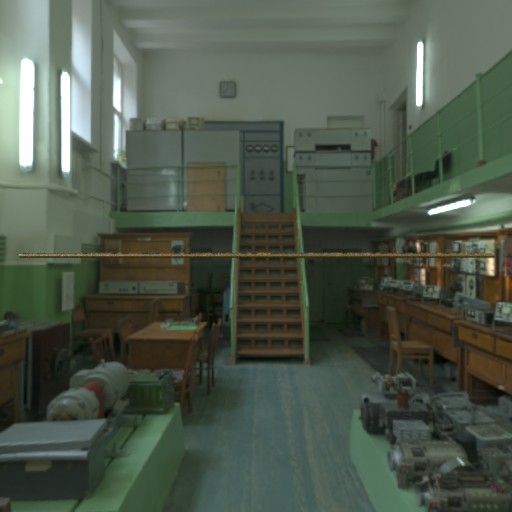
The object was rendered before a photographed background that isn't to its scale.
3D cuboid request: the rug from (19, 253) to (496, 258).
[{"bbox_3d":[0.000,0.000,4.029,3.040,0.031,2.435,0,0,-1],"label":"rug"}]
